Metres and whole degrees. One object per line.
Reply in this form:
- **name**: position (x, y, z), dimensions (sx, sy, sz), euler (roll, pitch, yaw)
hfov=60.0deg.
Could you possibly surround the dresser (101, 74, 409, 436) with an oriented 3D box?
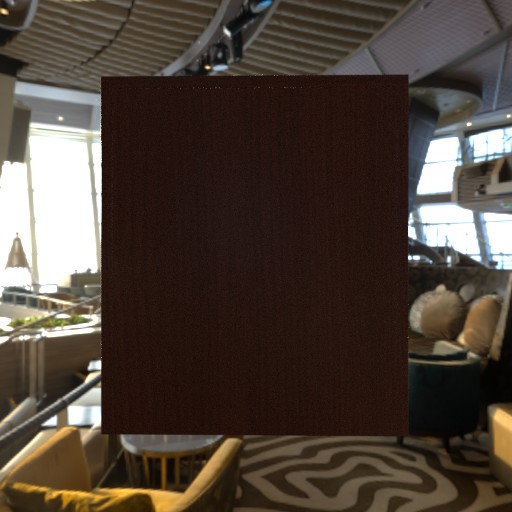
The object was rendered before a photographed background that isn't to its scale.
- **dresser**: position (0.000, 0.000, 0.756), dimensions (0.400, 0.470, 0.360), euler (0, 0, 1)
